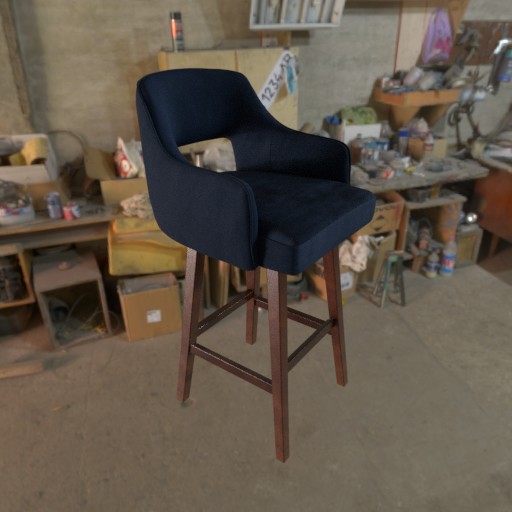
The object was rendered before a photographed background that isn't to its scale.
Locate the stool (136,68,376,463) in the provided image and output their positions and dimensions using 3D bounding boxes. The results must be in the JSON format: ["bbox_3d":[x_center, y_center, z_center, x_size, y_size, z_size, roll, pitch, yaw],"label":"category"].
[{"bbox_3d":[0.000,0.000,1.356,0.560,1.041,0.550,18,31,32],"label":"stool"}]
